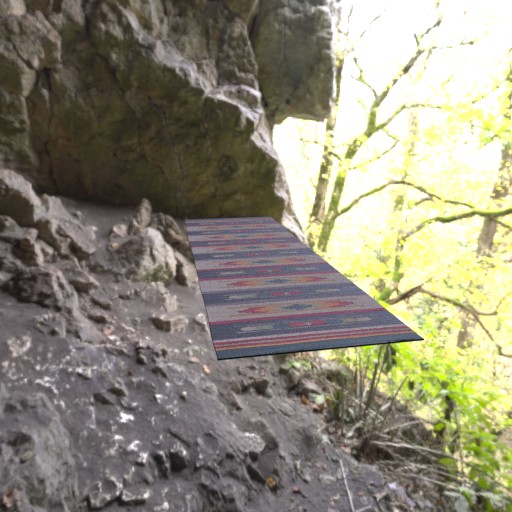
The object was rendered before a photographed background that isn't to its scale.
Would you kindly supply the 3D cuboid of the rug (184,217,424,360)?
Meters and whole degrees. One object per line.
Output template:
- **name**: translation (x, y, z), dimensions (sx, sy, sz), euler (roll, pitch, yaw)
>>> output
- **rug**: translation (0.000, 0.000, 2.690), dimensions (0.760, 0.009, 2.440), euler (-3, 16, -11)
